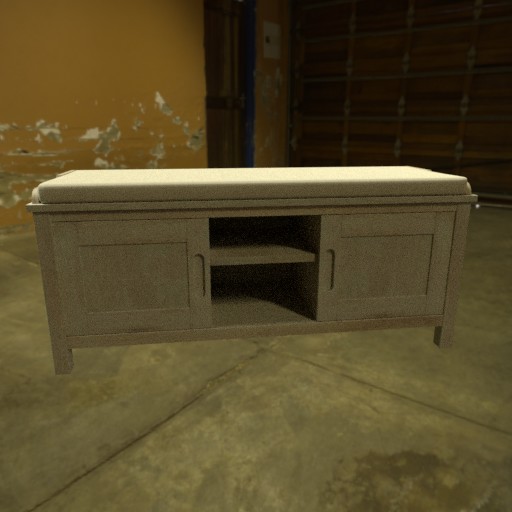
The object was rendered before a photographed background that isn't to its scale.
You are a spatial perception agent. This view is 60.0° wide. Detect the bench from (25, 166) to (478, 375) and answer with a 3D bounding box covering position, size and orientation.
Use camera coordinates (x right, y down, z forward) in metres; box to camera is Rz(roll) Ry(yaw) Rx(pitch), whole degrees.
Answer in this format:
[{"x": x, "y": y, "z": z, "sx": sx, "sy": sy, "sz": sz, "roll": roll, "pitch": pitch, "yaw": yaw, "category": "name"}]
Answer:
[{"x": 0.000, "y": 0.000, "z": 1.353, "sx": 1.140, "sy": 0.501, "sz": 0.398, "roll": -2, "pitch": 16, "yaw": -8, "category": "bench"}]
